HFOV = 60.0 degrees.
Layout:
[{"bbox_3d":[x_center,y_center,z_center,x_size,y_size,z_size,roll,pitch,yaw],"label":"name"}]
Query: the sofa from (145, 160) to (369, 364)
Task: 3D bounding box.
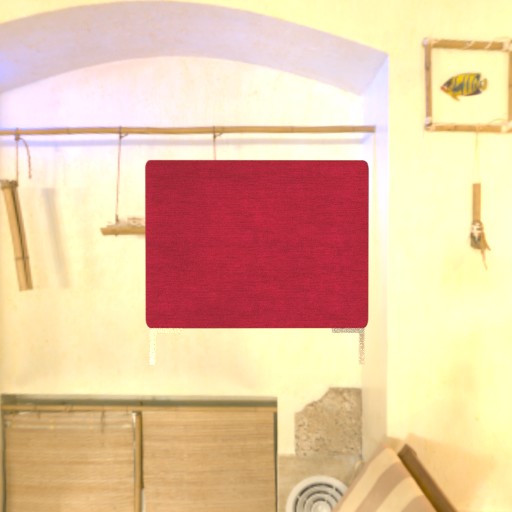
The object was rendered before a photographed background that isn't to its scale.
[{"bbox_3d":[0.000,0.000,2.324,0.686,0.635,1.981,0,1,0],"label":"sofa"}]
